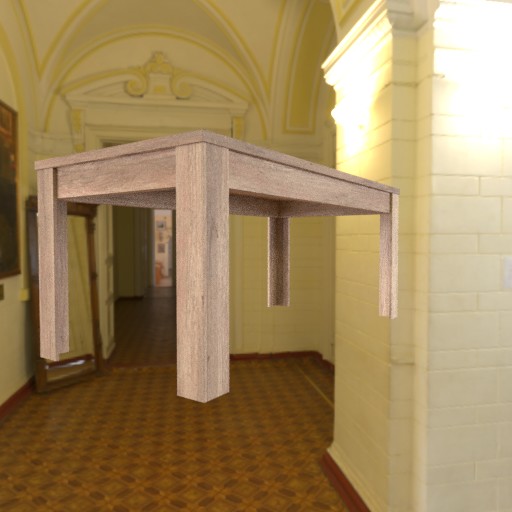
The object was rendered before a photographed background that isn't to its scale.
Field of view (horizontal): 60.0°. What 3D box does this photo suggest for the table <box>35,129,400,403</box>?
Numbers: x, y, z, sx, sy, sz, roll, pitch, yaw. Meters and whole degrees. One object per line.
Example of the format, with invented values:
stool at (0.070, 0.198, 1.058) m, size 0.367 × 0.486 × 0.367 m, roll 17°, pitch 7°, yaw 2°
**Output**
table at (0.000, 0.000, 2.264) m, size 0.900 × 0.790 × 1.800 m, roll 1°, pitch 2°, yaw 35°
